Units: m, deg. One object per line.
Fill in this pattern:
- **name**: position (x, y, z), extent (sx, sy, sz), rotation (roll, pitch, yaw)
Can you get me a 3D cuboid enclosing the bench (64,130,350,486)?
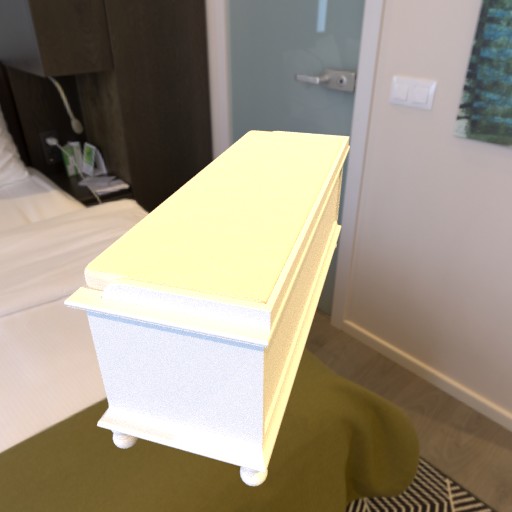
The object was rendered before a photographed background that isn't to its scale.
- **bench**: position (0.000, 0.000, 1.378), extent (0.402, 0.486, 1.185), rotation (9, 31, 15)
